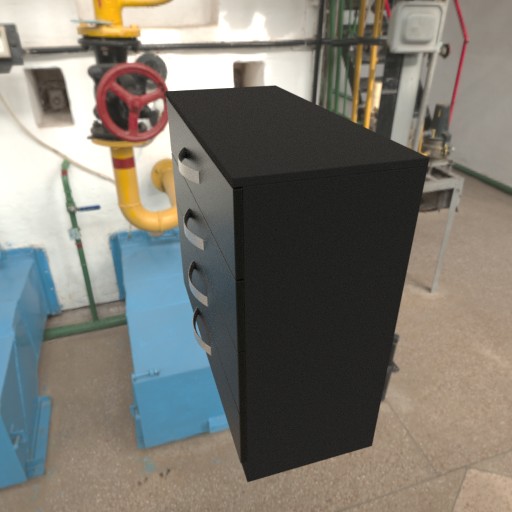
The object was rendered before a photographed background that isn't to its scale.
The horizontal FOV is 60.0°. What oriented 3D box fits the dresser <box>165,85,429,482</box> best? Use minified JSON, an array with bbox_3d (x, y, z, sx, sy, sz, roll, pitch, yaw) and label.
[{"bbox_3d":[0.000,0.000,1.166,0.360,0.720,0.750,-9,31,-15],"label":"dresser"}]
